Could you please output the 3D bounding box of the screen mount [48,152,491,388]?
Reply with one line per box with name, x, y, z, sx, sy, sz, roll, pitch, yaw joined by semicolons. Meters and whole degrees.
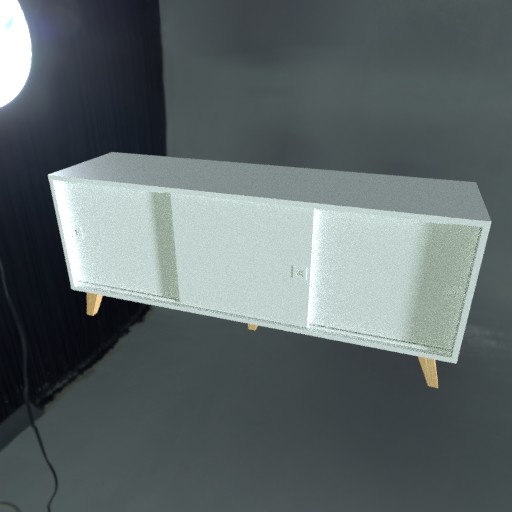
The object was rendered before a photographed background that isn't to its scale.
screen mount;0.000;0.000;1.729;1.490;0.619;0.400;8;27;17
